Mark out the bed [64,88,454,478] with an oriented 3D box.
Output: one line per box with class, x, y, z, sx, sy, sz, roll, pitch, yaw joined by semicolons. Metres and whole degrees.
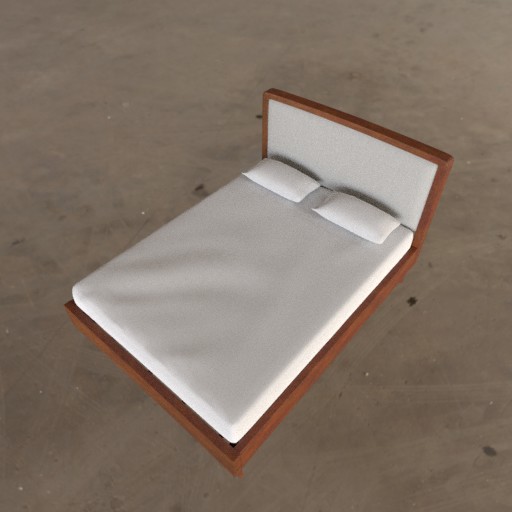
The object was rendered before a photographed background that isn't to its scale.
bed;0.000;0.000;3.141;1.587;1.275;2.196;32;53;27
